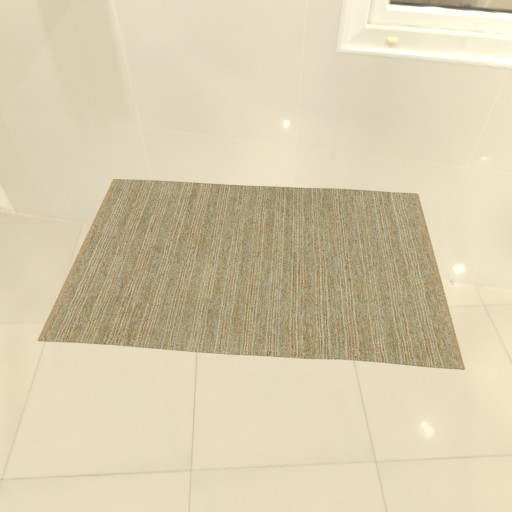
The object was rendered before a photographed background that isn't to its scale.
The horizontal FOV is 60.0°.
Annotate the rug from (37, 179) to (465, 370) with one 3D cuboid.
[{"bbox_3d":[0.000,0.000,3.042,2.448,0.012,1.540,3,48,3],"label":"rug"}]
